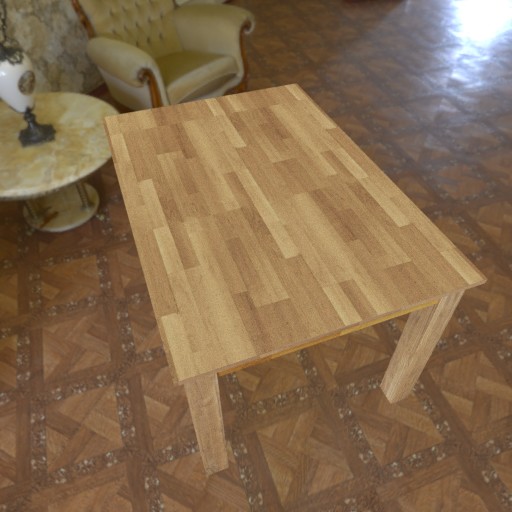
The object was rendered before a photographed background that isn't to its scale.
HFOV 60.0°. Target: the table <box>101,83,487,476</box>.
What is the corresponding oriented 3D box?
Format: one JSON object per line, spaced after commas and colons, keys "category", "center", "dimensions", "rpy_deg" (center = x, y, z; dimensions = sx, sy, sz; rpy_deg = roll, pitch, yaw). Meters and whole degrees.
{"category": "table", "center": [0.000, 0.000, 1.827], "dimensions": [0.900, 0.750, 1.300], "rpy_deg": [-15, 48, -14]}
